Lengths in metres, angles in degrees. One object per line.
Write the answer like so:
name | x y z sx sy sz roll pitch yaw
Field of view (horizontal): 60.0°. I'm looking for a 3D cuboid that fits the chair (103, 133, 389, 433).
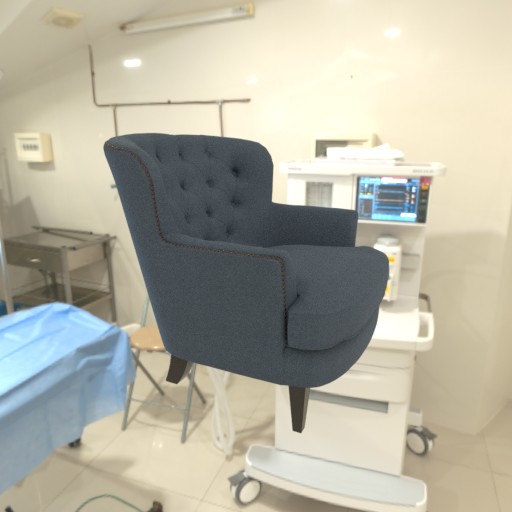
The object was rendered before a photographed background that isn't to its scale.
chair | 0.000 0.000 1.621 0.906 0.868 0.848 8 17 25
